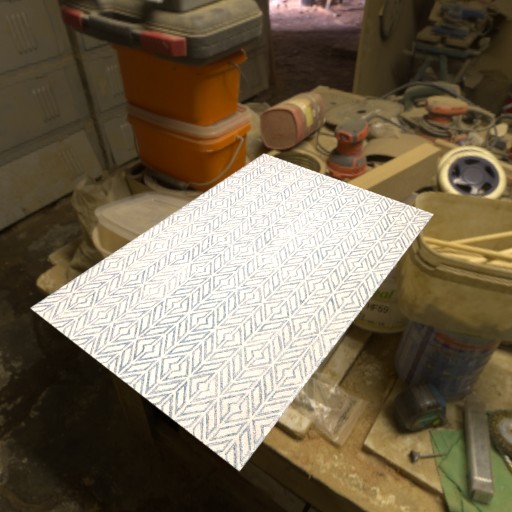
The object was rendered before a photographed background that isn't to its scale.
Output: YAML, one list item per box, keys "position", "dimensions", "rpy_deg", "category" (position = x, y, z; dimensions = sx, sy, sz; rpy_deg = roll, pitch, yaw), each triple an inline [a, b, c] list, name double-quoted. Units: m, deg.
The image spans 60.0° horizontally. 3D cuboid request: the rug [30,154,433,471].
- position: [0.000, 0.000, 2.307]
  dimensions: [1.220, 0.008, 1.824]
  rpy_deg: [26, 48, 27]
  category: "rug"
